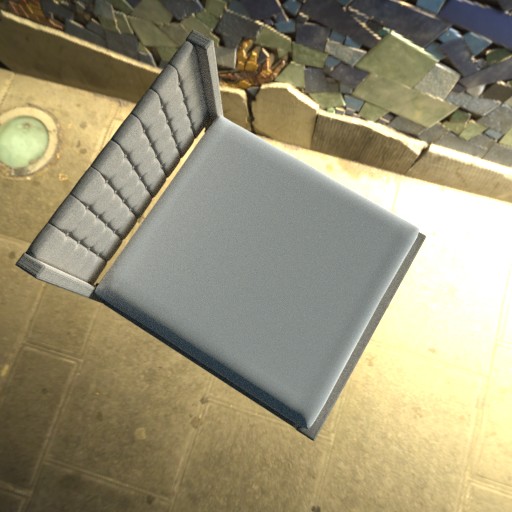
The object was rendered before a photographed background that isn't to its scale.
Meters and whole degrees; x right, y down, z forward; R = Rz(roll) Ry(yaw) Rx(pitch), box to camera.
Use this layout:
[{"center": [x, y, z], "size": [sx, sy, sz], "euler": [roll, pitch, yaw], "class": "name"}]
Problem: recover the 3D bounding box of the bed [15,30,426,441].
[{"center": [0.000, 0.000, 3.694], "size": [2.372, 1.748, 2.044], "euler": [31, 79, 7], "class": "bed"}]
